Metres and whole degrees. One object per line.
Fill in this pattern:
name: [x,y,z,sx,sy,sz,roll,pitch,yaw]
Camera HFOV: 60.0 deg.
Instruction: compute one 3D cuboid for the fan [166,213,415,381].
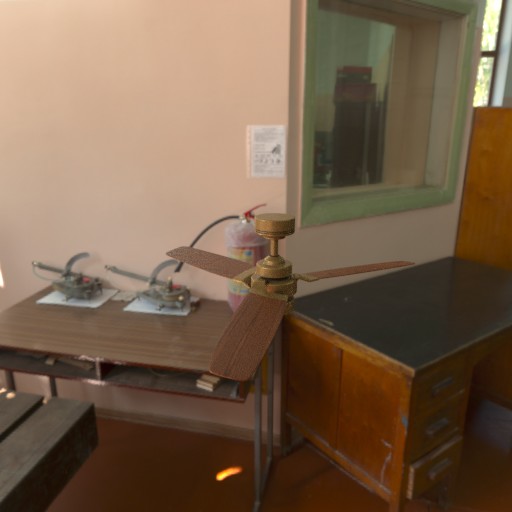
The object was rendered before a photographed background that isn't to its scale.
fan: [0.000,0.000,2.070,1.416,0.425,1.271,-15,22,-42]
